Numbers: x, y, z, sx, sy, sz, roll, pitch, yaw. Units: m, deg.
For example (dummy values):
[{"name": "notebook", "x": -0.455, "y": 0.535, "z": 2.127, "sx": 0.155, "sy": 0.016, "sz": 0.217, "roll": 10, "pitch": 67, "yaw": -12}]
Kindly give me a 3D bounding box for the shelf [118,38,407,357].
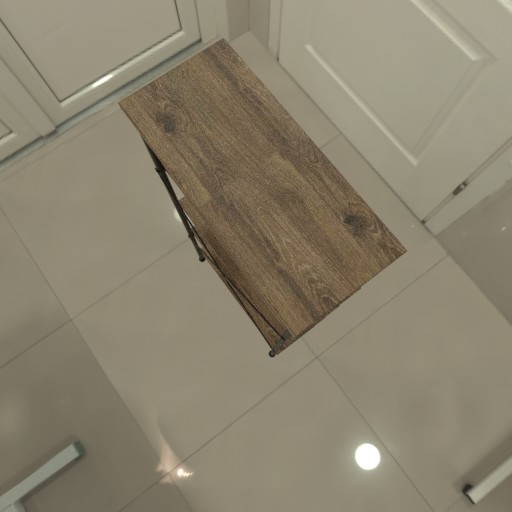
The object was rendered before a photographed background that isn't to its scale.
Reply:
[{"name": "shelf", "x": 0.000, "y": 0.000, "z": 1.996, "sx": 0.360, "sy": 1.700, "sz": 0.800, "roll": -36, "pitch": 78, "yaw": -9}]
